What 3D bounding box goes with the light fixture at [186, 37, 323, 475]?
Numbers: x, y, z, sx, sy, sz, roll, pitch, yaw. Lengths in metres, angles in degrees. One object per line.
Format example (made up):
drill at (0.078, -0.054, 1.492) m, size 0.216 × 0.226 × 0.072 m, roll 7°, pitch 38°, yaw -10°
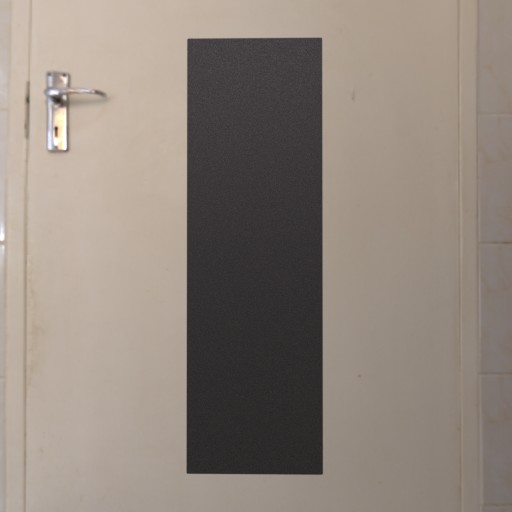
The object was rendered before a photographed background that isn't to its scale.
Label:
light fixture at (0.000, 0.000, 0.410) m, size 0.105 × 0.330 × 0.149 m, roll 0°, pitch -1°, yaw 1°
